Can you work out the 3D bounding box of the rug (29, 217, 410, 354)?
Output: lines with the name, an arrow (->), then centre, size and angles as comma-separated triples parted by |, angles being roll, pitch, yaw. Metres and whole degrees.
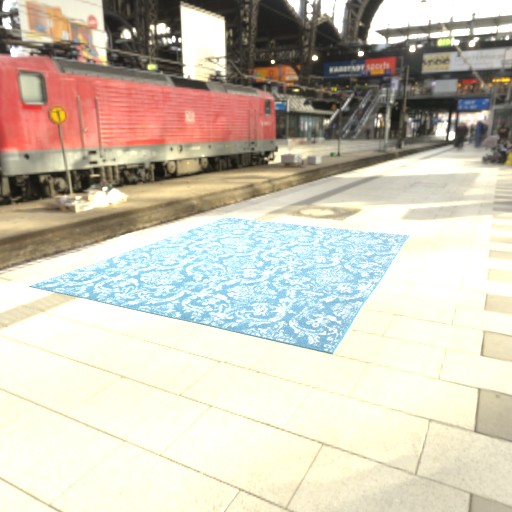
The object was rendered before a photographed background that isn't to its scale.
rug -> 0.000, 0.000, 4.128 | 2.363, 0.012, 2.980 | 8, 18, 25
